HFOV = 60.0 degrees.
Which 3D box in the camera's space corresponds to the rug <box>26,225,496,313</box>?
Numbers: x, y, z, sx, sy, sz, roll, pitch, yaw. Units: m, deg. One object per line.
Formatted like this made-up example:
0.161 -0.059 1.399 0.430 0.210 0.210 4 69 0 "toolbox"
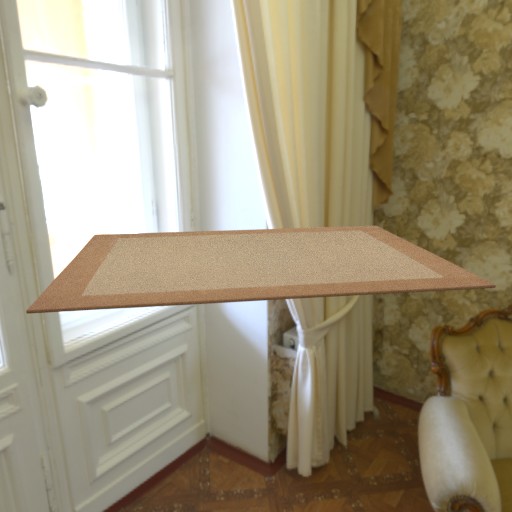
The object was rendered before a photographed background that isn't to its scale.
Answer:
0.000 0.000 2.279 1.829 0.014 1.219 -2 16 -8 "rug"
